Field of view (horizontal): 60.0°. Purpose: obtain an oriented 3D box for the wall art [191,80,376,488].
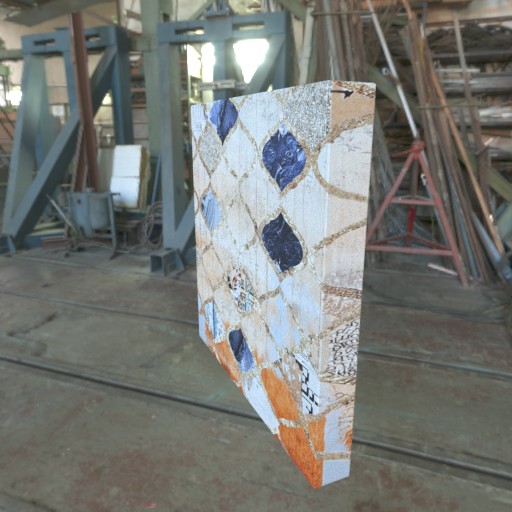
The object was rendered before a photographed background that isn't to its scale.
[{"bbox_3d":[0.000,0.000,0.449,0.036,0.304,0.303,-7,17,-23],"label":"wall art"}]
